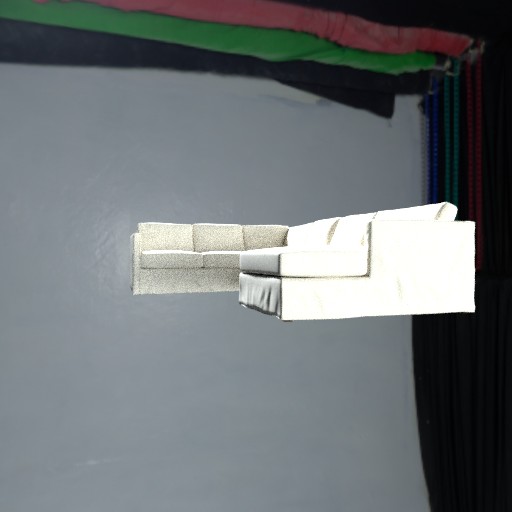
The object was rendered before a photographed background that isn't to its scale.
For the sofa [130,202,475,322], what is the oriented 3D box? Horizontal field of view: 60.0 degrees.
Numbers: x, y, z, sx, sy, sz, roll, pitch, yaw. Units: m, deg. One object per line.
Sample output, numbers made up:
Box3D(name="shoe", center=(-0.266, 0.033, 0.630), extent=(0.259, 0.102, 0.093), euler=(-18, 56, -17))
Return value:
Box3D(name="sofa", center=(0.000, 0.000, 4.621), extent=(2.427, 0.882, 3.460), euler=(0, 0, -18))
